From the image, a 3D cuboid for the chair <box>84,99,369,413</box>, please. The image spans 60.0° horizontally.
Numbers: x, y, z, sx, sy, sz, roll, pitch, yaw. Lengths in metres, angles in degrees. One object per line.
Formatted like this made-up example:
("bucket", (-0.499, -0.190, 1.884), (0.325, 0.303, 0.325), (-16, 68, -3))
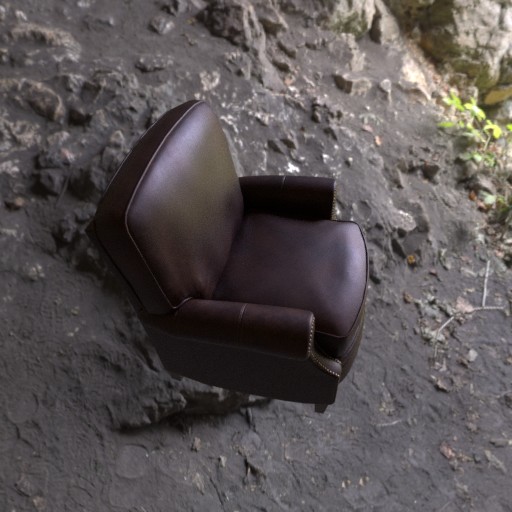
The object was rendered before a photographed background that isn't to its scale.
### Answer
("chair", (0.000, 0.000, 1.822), (0.986, 1.018, 0.936), (9, 46, 9))
